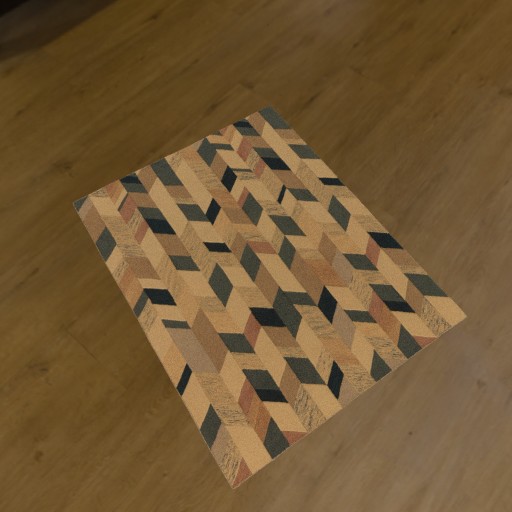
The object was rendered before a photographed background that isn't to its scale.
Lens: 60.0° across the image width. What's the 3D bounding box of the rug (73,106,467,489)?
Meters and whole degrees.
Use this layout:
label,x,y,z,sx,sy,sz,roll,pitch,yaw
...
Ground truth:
label,x,y,z,sx,sy,sz,roll,pitch,yaw
rug,0.000,0.000,4.194,2.451,0.011,3.072,-30,66,-15
